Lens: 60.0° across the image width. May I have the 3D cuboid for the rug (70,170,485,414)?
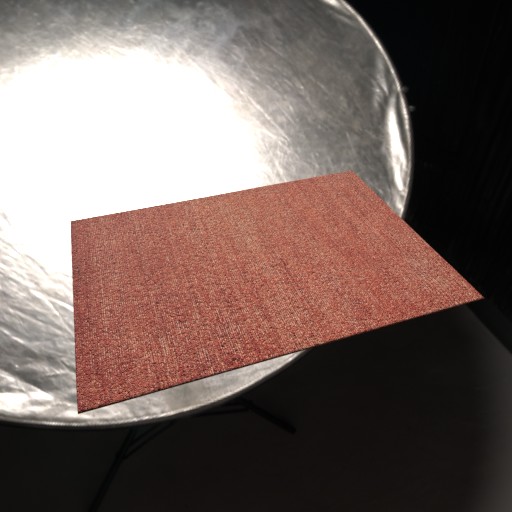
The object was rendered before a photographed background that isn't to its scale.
[{"bbox_3d":[0.000,0.000,5.036,3.965,0.025,2.803,-12,41,-14],"label":"rug"}]
